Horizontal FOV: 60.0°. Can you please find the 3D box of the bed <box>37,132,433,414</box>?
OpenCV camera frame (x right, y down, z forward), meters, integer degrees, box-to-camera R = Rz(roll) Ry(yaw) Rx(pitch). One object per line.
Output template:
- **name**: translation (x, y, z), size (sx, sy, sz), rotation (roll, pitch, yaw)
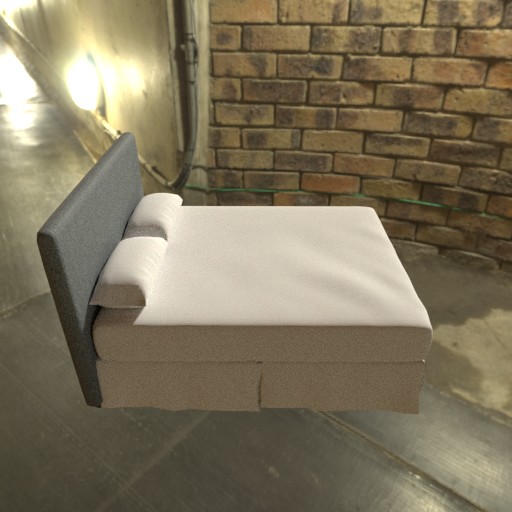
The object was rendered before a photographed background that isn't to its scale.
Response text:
- **bed**: translation (0.000, 0.000, 3.163), size (2.142, 1.330, 1.723), rotation (0, 32, 0)
